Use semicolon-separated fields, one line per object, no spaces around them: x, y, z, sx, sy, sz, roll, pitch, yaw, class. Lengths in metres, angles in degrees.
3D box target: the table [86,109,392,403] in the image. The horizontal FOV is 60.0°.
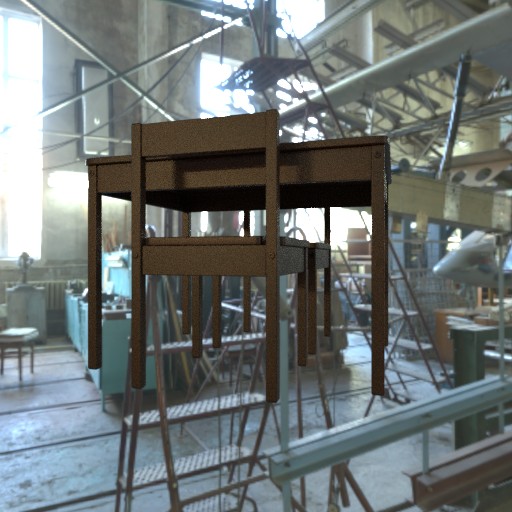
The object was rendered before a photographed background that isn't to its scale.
0.000;0.000;1.116;0.650;0.503;0.672;0;0;17;table
